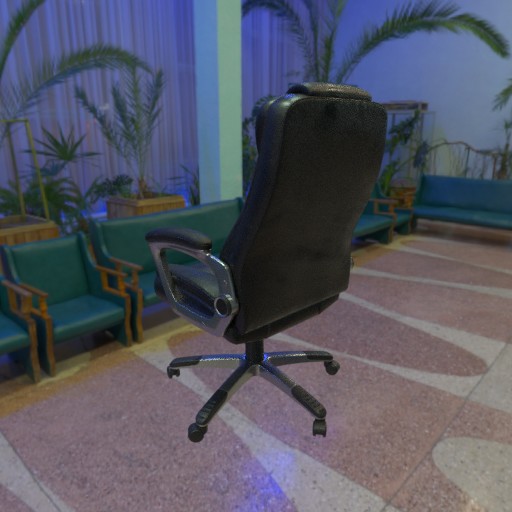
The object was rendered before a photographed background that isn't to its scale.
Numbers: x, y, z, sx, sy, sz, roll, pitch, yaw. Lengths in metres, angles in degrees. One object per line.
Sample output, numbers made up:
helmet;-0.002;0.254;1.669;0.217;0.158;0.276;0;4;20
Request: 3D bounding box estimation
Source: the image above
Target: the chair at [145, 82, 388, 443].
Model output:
chair;0.000;0.000;1.524;0.697;1.075;0.689;-15;22;-43
